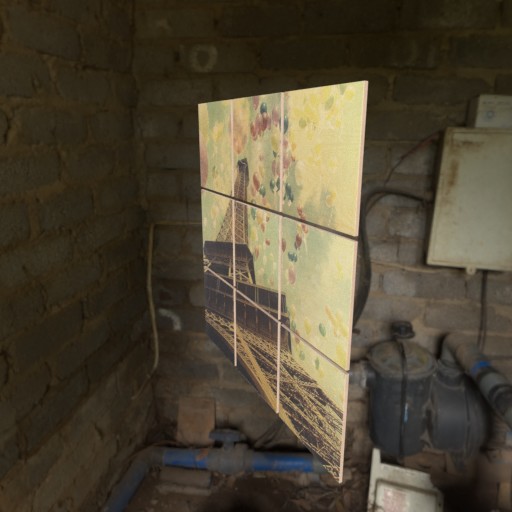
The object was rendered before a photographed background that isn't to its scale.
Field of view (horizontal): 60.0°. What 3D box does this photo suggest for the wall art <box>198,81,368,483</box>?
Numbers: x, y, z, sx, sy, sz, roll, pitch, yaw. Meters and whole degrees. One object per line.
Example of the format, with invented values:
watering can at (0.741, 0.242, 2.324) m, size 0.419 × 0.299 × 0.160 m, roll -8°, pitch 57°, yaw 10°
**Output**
wall art at (0.000, 0.000, 1.792) m, size 0.013 × 1.218 × 1.219 m, roll -8°, pitch 18°, yaw -26°
